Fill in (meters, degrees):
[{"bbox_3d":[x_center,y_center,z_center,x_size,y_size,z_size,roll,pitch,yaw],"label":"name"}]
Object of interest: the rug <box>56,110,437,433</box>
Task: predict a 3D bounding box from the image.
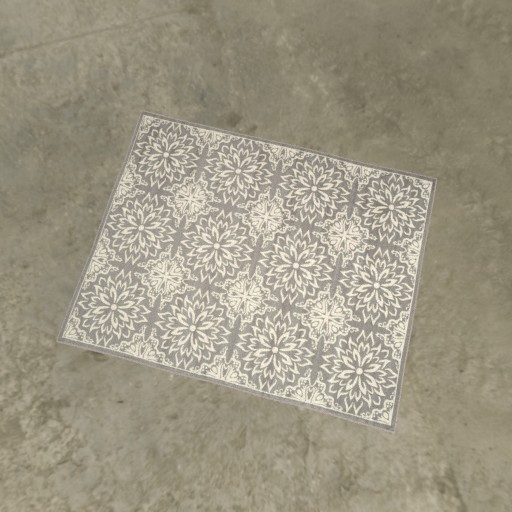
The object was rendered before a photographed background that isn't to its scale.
[{"bbox_3d":[0.000,0.000,4.051,2.980,0.012,2.363,14,75,4],"label":"rug"}]
